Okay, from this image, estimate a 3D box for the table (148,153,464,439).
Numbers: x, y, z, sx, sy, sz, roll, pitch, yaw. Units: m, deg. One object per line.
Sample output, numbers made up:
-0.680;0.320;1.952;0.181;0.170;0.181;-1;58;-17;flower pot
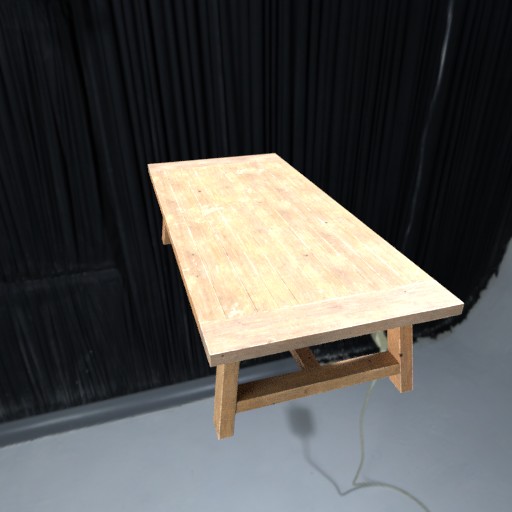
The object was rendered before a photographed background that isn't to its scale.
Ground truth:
0.000;0.000;2.160;0.820;0.465;1.800;-8;30;-15;table
